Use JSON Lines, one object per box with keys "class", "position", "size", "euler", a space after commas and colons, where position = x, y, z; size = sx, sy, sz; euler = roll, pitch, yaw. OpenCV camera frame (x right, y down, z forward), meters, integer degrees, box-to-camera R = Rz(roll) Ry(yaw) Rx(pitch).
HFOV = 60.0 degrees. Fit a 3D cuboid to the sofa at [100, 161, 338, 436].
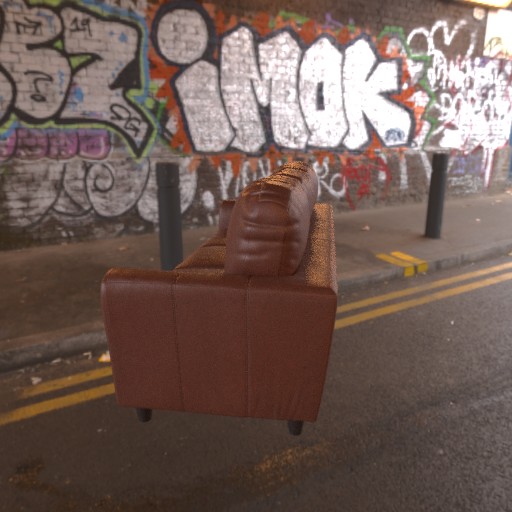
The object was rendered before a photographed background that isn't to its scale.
{"class": "sofa", "position": [0.000, 0.000, 2.328], "size": [0.802, 0.915, 1.862], "euler": [2, 15, 9]}
